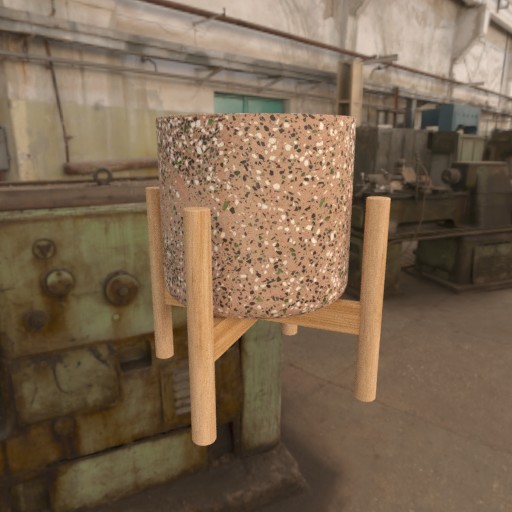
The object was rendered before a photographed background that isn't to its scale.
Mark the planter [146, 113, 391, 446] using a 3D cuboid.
[{"bbox_3d":[0.000,0.000,0.542,0.284,0.320,0.284,14,20,43],"label":"planter"}]
